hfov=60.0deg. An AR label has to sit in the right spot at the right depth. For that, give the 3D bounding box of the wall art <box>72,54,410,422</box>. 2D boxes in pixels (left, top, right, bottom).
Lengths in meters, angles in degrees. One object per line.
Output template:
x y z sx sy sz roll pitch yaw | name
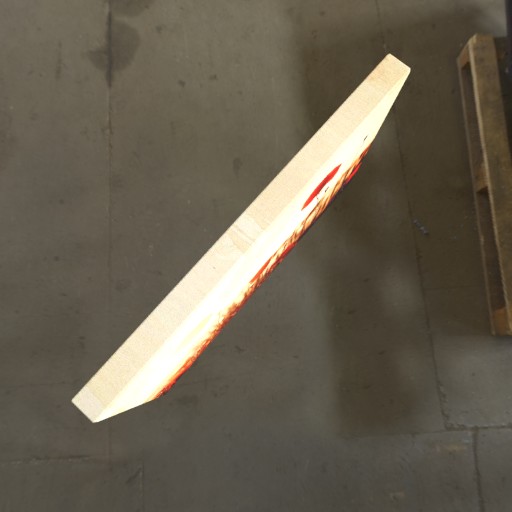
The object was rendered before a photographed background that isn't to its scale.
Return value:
0.000 0.000 0.760 0.040 0.402 0.613 40 80 8 | wall art
